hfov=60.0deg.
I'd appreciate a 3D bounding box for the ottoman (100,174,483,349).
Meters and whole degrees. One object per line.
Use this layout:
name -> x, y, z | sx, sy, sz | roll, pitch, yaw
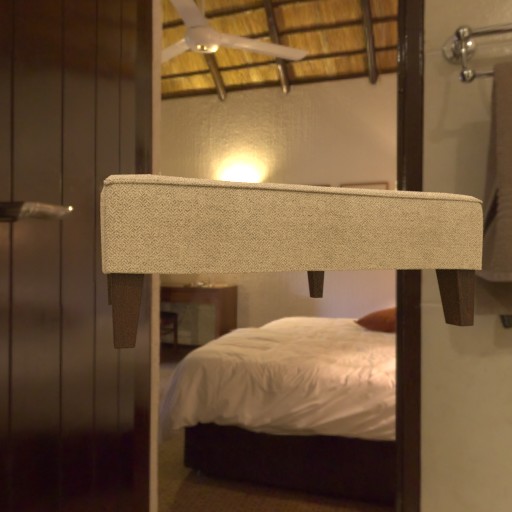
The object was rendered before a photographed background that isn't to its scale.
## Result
ottoman -> 0.000, 0.000, 1.486 | 0.982, 0.381, 0.973 | 0, 0, -19
